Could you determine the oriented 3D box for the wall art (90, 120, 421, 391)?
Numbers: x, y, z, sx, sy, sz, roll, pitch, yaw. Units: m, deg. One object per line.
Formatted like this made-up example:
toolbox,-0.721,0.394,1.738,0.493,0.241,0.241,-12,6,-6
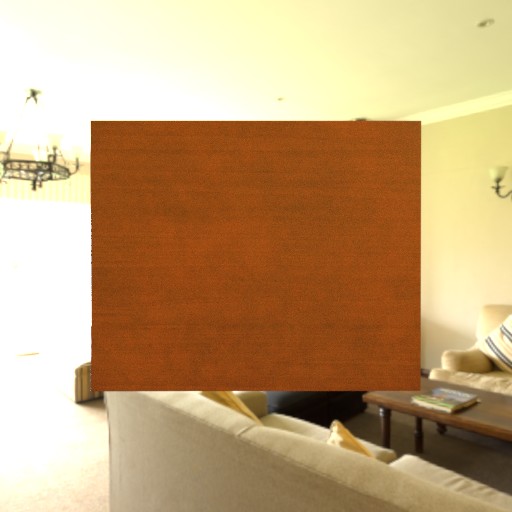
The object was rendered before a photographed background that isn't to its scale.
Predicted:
wall art,0.000,0.000,0.553,0.401,0.328,0.030,0,0,0
